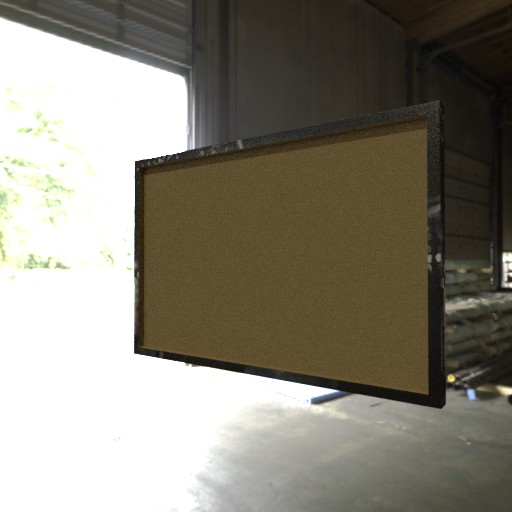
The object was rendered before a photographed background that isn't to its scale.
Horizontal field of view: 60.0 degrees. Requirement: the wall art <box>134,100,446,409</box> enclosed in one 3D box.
[{"bbox_3d":[0.000,0.000,1.149,0.914,0.609,0.038,-1,-1,35],"label":"wall art"}]
